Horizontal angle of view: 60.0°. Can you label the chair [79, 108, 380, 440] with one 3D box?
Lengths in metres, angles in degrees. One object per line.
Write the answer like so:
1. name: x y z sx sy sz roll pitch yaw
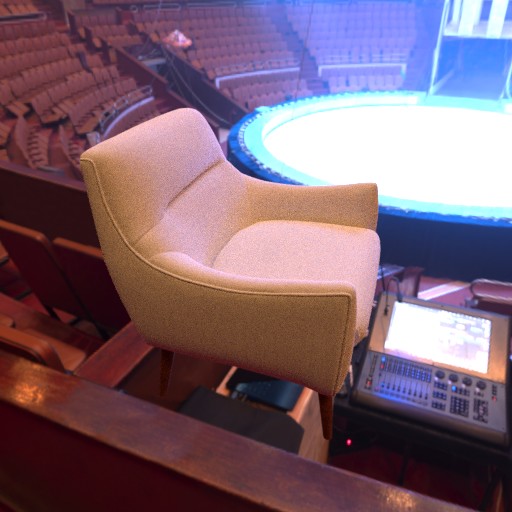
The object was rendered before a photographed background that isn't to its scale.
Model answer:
1. chair: 0.000 0.000 1.471 0.787 0.838 0.762 9 31 15
